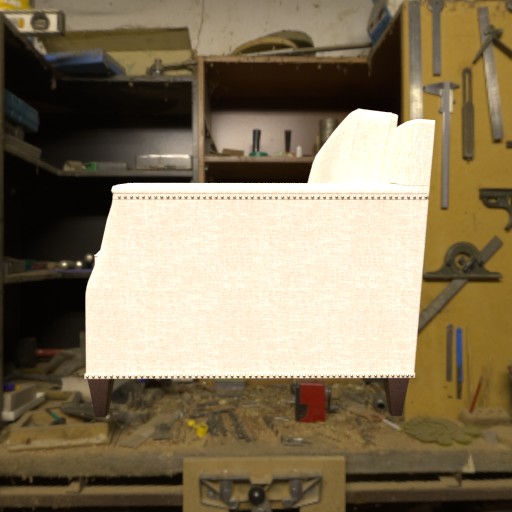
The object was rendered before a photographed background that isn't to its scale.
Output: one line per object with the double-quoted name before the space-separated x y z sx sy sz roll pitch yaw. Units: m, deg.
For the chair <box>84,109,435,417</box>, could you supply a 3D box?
"chair" 0.000 0.000 1.705 1.041 0.940 0.838 0 1 -1
